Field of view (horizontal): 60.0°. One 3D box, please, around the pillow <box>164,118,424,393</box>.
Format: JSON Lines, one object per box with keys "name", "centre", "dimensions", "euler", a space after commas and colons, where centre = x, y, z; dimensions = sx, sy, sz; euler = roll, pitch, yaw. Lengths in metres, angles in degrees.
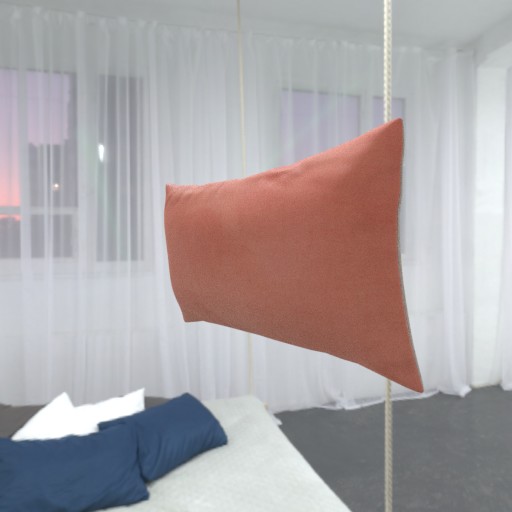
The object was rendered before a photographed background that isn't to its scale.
{"name": "pillow", "centre": [0.000, 0.000, 0.739], "dimensions": [0.155, 0.307, 0.608], "euler": [-1, 1, -36]}
